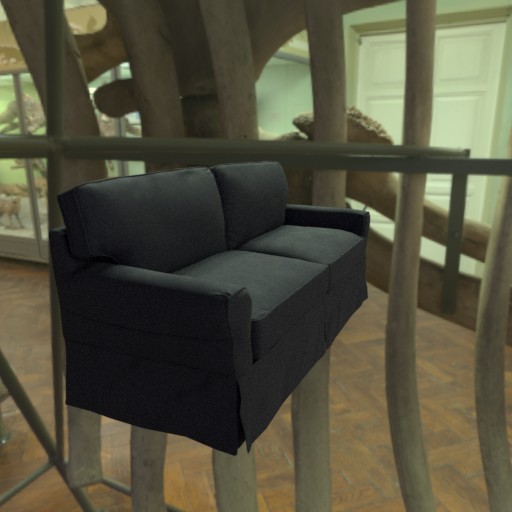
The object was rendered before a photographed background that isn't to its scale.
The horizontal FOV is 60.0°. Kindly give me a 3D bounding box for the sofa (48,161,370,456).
[{"bbox_3d":[0.000,0.000,2.770,0.983,1.094,2.256,8,17,26],"label":"sofa"}]
